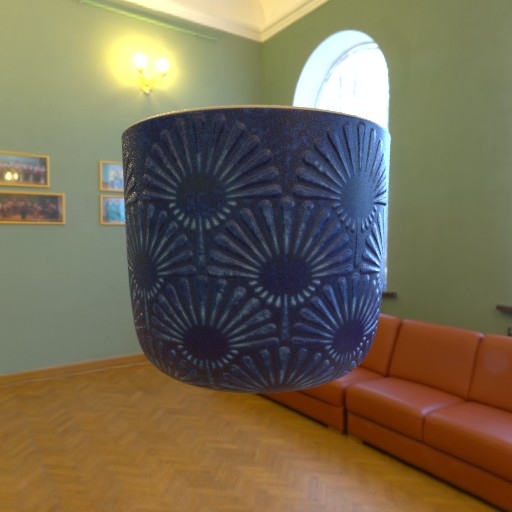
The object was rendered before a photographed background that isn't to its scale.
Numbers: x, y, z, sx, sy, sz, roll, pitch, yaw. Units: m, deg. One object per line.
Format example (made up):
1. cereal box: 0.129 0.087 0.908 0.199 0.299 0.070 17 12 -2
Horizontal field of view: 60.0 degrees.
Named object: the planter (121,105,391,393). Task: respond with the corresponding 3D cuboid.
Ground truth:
1. planter: 0.000 0.000 0.215 0.124 0.109 0.124 0 2 0
